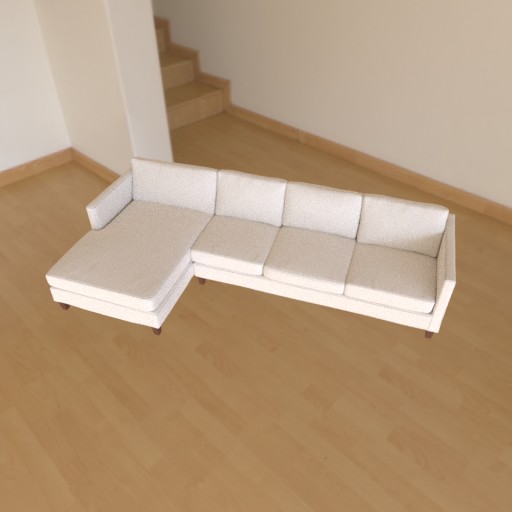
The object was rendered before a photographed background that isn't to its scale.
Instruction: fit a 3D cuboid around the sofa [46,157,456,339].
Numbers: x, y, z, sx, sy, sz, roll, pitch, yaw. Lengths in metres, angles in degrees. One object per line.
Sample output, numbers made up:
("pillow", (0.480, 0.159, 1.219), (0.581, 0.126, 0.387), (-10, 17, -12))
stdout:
("sofa", (0.000, 0.000, 3.860), (3.186, 0.846, 1.625), (12, 41, 14))
